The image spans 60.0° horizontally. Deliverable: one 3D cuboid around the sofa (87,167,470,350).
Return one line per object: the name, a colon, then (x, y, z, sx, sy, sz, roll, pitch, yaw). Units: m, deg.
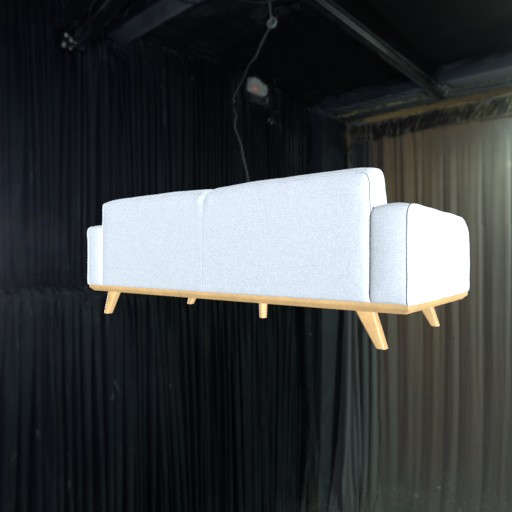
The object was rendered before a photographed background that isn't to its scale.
sofa: (0.000, 0.000, 2.748, 2.270, 0.781, 0.956, 0, 0, 37)
